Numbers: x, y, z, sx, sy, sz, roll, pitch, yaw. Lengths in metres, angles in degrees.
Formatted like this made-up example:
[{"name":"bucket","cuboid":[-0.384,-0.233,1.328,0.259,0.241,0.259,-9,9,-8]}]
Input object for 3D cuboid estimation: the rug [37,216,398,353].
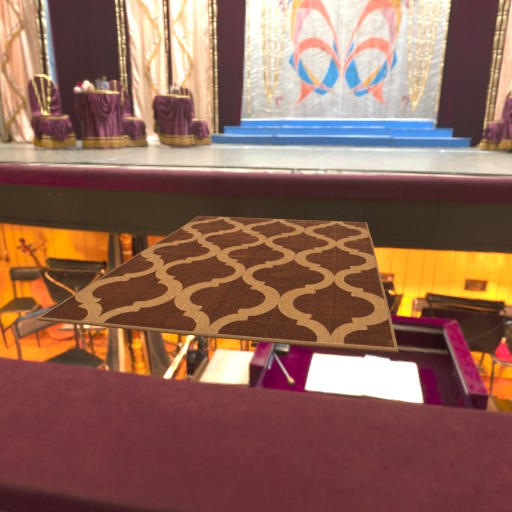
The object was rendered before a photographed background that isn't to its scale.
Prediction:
[{"name":"rug","cuboid":[0.000,0.000,2.863,1.526,0.014,2.290,3,17,10]}]
